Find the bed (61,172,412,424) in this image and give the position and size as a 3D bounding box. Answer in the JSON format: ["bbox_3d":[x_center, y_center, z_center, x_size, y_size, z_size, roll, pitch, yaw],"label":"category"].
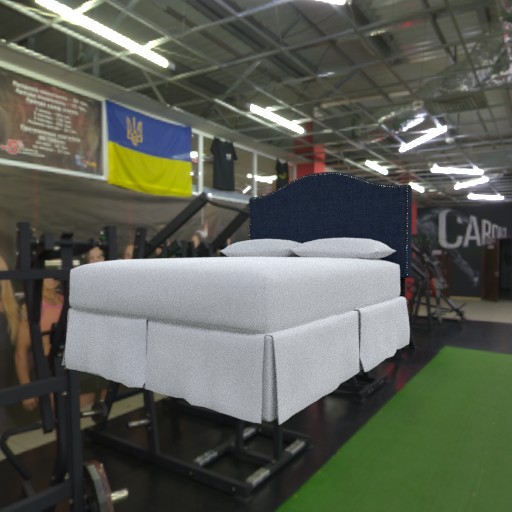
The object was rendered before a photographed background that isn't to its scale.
[{"bbox_3d":[0.000,0.000,3.287,1.725,1.518,2.153,1,1,35],"label":"bed"}]
